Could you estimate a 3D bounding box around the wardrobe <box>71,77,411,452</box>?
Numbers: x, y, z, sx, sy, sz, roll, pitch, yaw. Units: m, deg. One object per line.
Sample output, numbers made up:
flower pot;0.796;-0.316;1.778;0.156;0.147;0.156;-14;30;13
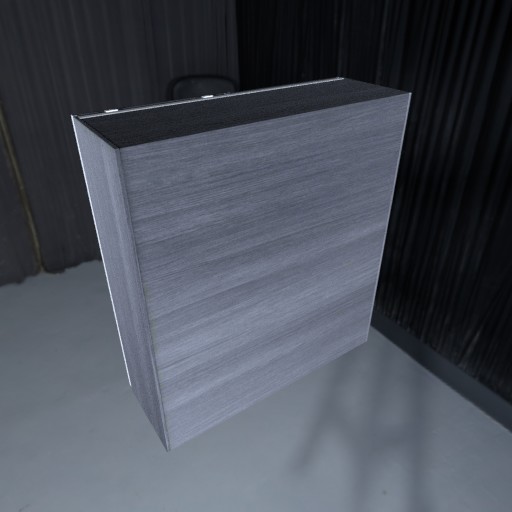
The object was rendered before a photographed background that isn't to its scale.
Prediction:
wardrobe;0.000;0.000;2.908;1.780;1.960;0.629;-20;37;-29
